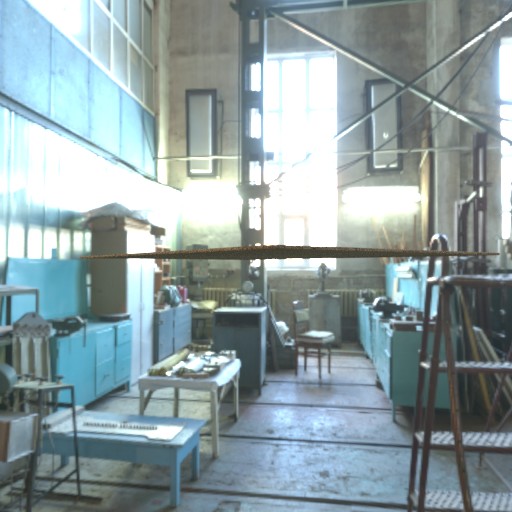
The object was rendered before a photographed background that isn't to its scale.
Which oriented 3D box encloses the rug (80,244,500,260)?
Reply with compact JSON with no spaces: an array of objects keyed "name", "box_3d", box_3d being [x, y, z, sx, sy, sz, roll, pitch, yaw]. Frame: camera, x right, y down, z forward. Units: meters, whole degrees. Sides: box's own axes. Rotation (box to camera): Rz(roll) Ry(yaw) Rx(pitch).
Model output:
[{"name":"rug","box_3d":[0.000,0.000,2.812,1.547,0.013,2.283,1,-2,-36]}]
